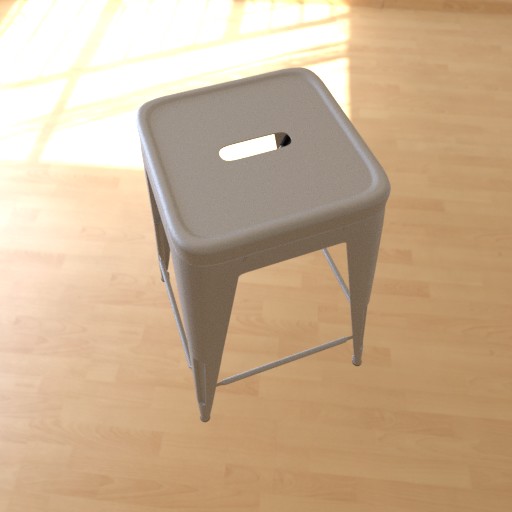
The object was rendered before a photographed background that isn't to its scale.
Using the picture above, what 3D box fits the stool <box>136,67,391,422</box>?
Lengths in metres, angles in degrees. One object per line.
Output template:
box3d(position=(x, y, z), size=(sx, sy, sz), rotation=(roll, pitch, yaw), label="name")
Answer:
box3d(position=(0.000, 0.000, 0.895), size=(0.410, 0.608, 0.410), rotation=(-17, 59, -10), label="stool")
